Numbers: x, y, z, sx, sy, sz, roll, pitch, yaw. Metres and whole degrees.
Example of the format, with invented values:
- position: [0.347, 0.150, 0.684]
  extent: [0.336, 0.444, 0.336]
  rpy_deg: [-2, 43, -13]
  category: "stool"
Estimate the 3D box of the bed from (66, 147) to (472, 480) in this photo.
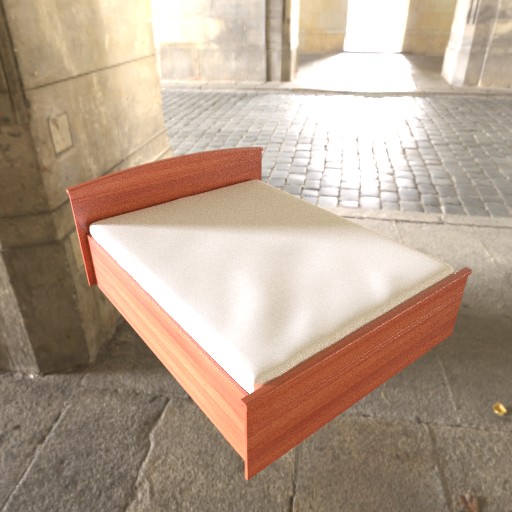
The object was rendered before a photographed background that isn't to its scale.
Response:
- position: [0.000, 0.000, 2.942]
  extent: [1.683, 0.848, 2.053]
  rpy_deg: [-21, 36, -32]
  category: "bed"
